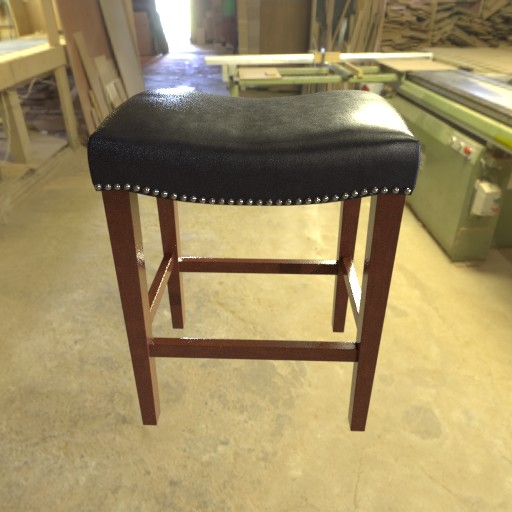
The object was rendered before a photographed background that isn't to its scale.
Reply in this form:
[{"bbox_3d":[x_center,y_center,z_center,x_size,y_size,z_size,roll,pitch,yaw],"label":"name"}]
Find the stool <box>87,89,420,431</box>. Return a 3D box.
[{"bbox_3d":[0.000,0.000,0.951,0.504,0.654,0.372,1,30,2],"label":"stool"}]
